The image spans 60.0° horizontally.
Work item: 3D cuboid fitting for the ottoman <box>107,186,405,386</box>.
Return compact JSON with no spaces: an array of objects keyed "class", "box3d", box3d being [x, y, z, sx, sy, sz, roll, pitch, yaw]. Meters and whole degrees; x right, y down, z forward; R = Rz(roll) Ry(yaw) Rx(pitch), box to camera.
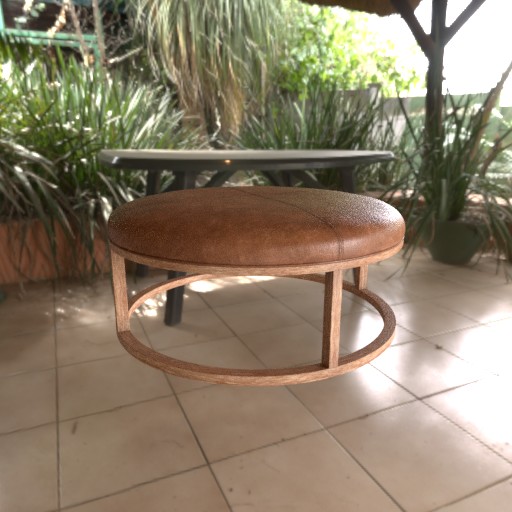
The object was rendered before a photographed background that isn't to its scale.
[{"class":"ottoman","box3d":[0.000,0.000,1.595,1.006,0.445,1.006,0,15,0]}]
